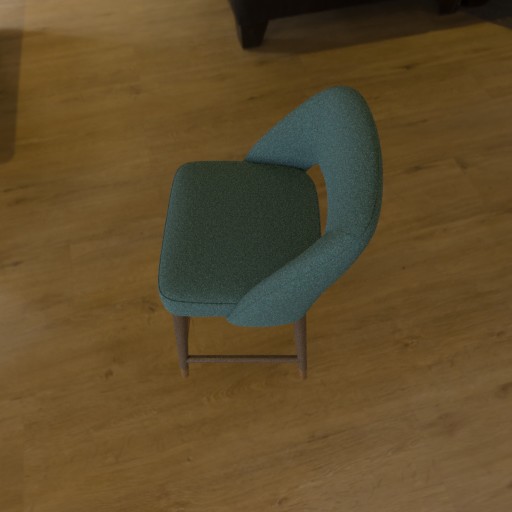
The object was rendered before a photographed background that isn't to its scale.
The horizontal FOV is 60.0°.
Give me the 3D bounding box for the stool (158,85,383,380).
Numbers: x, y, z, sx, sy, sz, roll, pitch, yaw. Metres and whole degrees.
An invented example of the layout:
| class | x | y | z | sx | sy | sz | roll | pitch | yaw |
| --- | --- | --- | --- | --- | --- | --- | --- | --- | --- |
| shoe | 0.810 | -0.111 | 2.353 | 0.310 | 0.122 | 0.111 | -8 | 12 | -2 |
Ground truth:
| class | x | y | z | sx | sy | sz | roll | pitch | yaw |
| --- | --- | --- | --- | --- | --- | --- | --- | --- | --- |
| stool | 0.000 | 0.000 | 1.306 | 0.522 | 0.939 | 0.536 | 1 | 58 | 1 |
